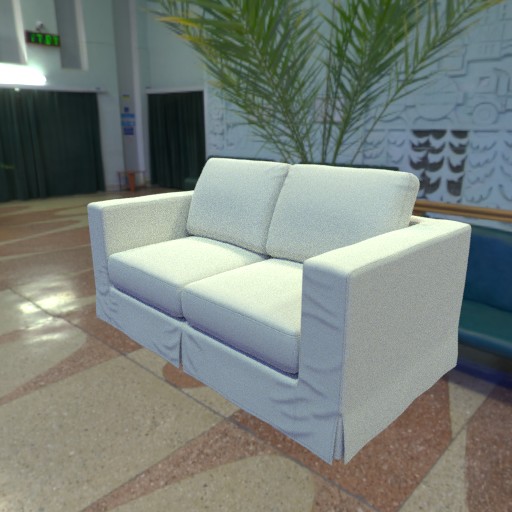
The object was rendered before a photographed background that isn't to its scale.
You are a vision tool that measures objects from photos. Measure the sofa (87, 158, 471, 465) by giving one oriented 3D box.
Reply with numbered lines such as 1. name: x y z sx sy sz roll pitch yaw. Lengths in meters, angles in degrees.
1. sofa: 0.000 0.000 2.326 1.009 0.932 1.813 -15 22 -43
